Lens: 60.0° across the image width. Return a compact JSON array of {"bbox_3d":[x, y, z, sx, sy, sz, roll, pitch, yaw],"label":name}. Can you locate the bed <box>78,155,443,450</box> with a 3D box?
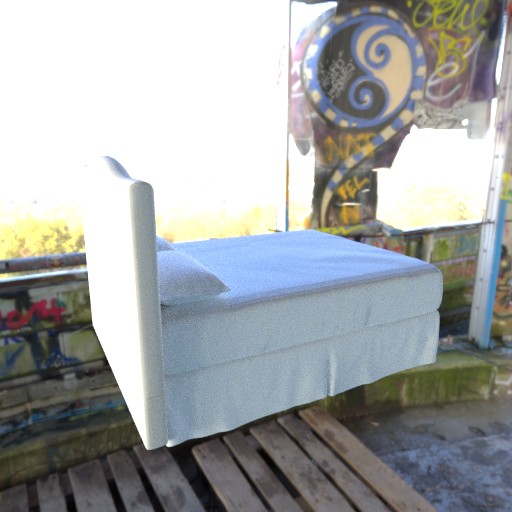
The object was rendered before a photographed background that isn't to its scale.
[{"bbox_3d":[0.000,0.000,3.229,2.143,1.460,1.753,-7,16,-27],"label":"bed"}]
